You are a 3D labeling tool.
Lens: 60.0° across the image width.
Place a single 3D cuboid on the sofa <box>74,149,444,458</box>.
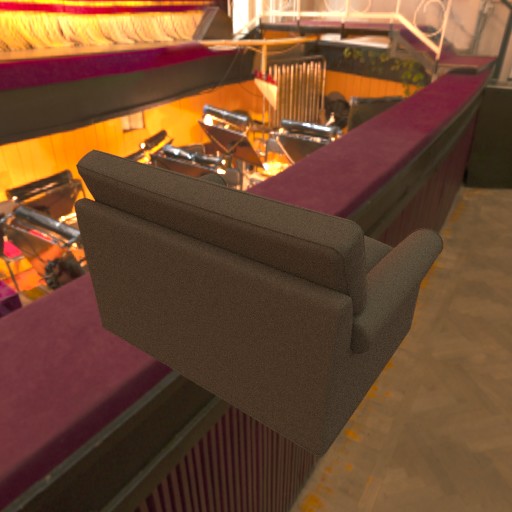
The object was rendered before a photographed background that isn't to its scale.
[{"bbox_3d":[0.000,0.000,2.042,1.410,0.953,0.940,20,35,31],"label":"sofa"}]
